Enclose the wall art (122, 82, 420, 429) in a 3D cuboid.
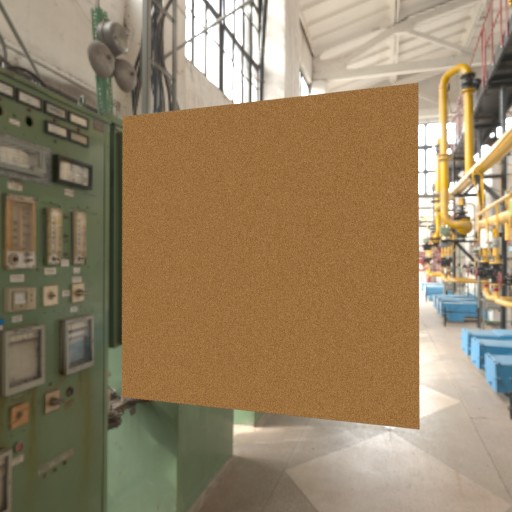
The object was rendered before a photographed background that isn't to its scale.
[{"bbox_3d":[0.000,0.000,0.585,0.404,0.406,0.010,0,-1,18],"label":"wall art"}]
